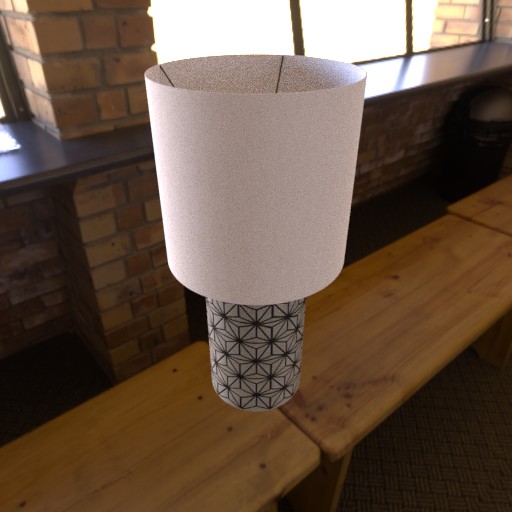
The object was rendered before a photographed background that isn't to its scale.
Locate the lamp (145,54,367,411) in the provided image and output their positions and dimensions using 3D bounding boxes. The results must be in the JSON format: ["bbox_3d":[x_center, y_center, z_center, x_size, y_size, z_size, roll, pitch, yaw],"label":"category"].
[{"bbox_3d":[0.000,0.000,0.530,0.206,0.416,0.206,10,34,16],"label":"lamp"}]
